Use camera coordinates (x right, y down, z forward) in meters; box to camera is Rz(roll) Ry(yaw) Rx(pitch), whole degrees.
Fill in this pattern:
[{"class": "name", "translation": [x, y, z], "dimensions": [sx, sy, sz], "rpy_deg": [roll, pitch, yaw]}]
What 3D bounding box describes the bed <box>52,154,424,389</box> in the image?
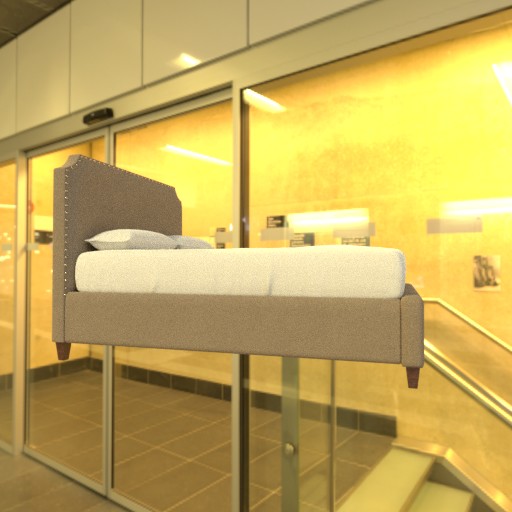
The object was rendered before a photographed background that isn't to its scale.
[{"class": "bed", "translation": [0.000, 0.000, 3.415], "dimensions": [2.329, 1.415, 1.703], "rpy_deg": [0, -1, 18]}]
